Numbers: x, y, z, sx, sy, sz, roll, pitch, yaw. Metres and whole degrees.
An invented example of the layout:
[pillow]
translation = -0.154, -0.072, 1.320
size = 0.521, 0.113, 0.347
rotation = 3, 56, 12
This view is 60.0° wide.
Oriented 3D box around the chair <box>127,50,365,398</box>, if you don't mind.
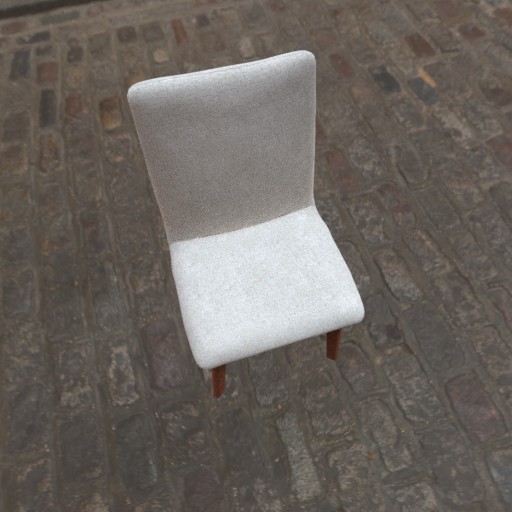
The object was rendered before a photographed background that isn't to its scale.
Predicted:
[chair]
translation = 0.000, 0.000, 1.348
size = 0.522, 0.974, 0.563
rotation = -16, 63, -8
